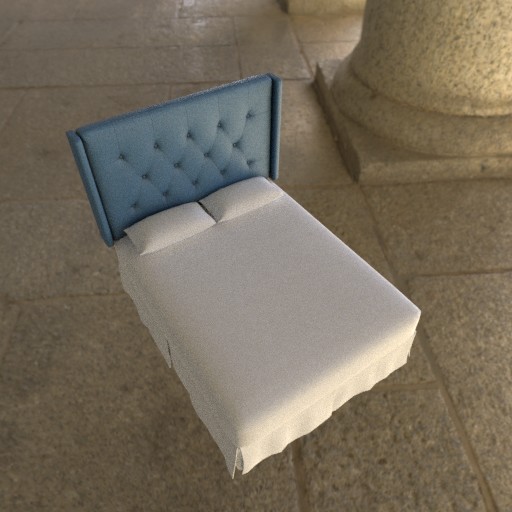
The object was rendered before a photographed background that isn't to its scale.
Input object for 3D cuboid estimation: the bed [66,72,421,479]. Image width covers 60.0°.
[{"bbox_3d":[0.000,0.000,3.304,1.719,1.665,2.078,-26,51,-23],"label":"bed"}]
